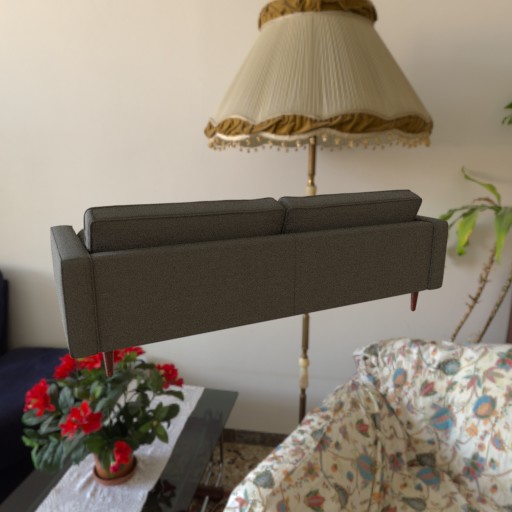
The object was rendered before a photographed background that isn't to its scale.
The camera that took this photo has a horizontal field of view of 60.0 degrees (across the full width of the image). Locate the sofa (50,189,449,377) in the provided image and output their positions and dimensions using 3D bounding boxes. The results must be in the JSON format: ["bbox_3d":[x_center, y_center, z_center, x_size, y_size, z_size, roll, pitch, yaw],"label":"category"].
[{"bbox_3d":[0.000,0.000,2.655,2.198,0.762,0.914,-7,15,-26],"label":"sofa"}]
